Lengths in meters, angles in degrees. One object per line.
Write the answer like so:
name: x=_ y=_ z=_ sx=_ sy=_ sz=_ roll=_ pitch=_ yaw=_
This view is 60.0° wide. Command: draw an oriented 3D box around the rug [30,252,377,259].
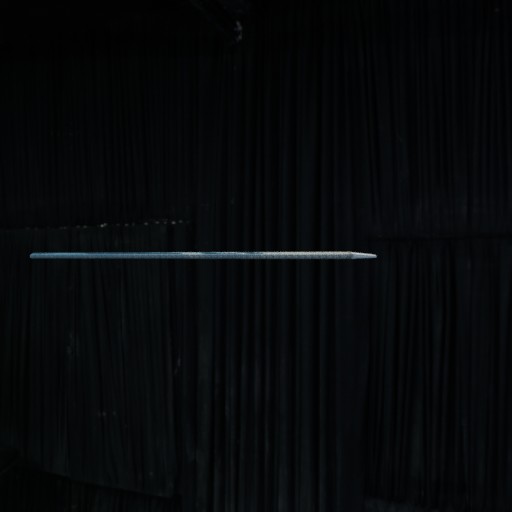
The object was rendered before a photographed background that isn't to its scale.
rug: x=0.000 y=0.000 z=3.050 sx=1.540 sy=0.027 sz=2.450 roll=0 pitch=0 yaw=17
